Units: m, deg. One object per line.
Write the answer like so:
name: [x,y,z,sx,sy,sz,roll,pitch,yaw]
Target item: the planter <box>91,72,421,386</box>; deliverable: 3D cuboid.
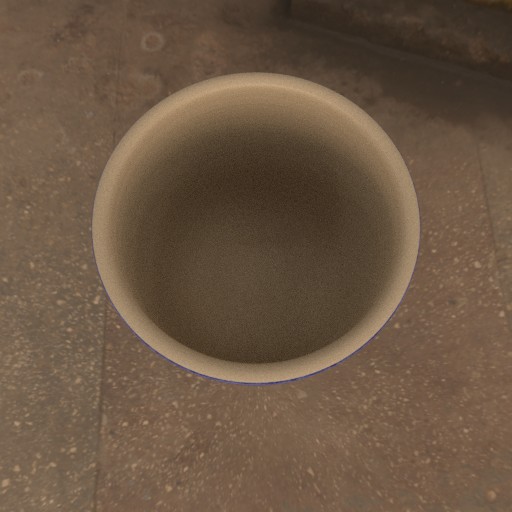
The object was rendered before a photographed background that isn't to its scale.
planter: [0.000,0.000,0.198,0.109,0.112,0.109,0,75,0]
